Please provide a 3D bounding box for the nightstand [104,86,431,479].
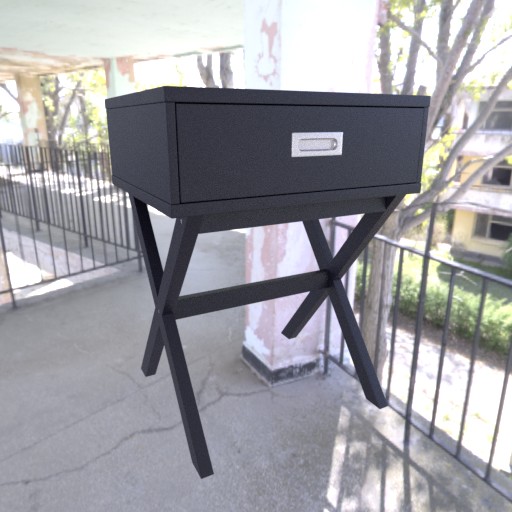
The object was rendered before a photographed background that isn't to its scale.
[{"bbox_3d":[0.000,0.000,0.924,0.479,0.623,0.402,-9,19,-27],"label":"nightstand"}]
